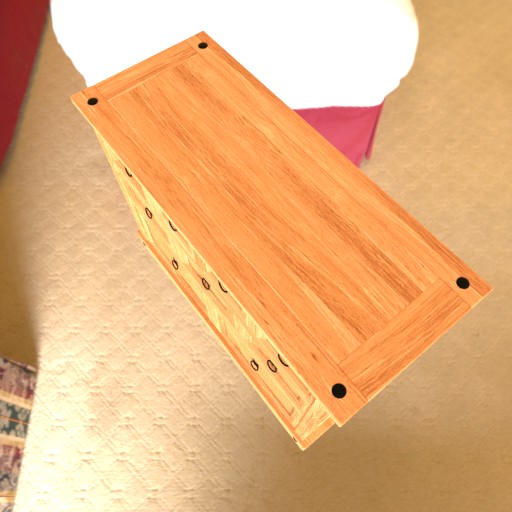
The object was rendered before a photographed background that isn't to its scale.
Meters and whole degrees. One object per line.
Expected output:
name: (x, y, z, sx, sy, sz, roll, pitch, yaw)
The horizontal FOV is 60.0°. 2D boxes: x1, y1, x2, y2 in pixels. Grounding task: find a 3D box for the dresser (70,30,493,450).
dresser: (0.000, 0.000, 1.317, 0.410, 0.740, 0.990, -35, 68, -17)
